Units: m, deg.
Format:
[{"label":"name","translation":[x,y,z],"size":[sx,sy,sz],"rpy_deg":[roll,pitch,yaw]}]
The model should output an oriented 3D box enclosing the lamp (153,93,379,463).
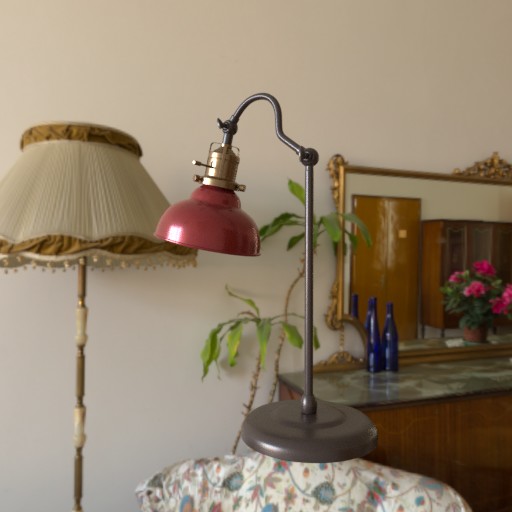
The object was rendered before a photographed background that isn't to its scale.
[{"label":"lamp","translation":[0.000,0.000,0.689],"size":[0.374,0.508,0.192],"rpy_deg":[-1,-2,35]}]
